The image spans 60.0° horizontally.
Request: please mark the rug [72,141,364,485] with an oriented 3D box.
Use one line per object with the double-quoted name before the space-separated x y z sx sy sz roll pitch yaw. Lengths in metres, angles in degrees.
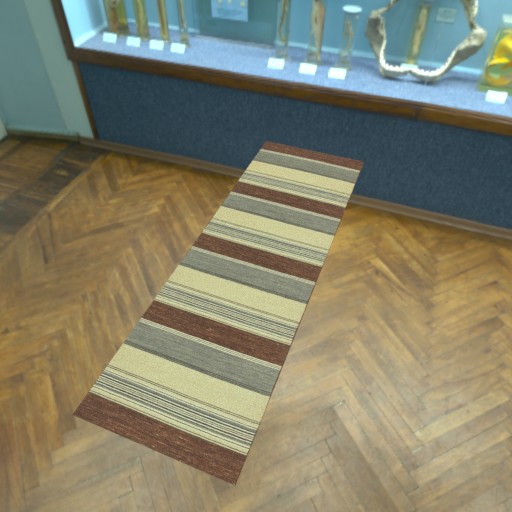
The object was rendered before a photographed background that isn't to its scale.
"rug" 0.000 0.000 2.662 0.792 0.006 2.437 16 48 15
